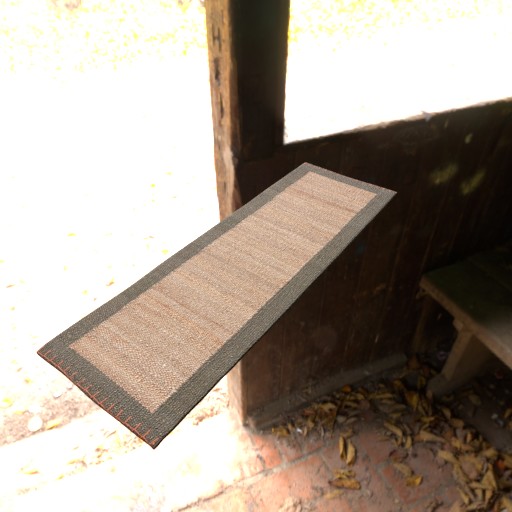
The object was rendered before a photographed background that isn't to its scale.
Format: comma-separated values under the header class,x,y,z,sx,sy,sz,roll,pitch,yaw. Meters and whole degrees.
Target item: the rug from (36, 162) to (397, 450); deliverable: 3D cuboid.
class,x,y,z,sx,sy,sz,roll,pitch,yaw
rug,0.000,0.000,2.656,0.810,0.016,2.413,25,45,28
